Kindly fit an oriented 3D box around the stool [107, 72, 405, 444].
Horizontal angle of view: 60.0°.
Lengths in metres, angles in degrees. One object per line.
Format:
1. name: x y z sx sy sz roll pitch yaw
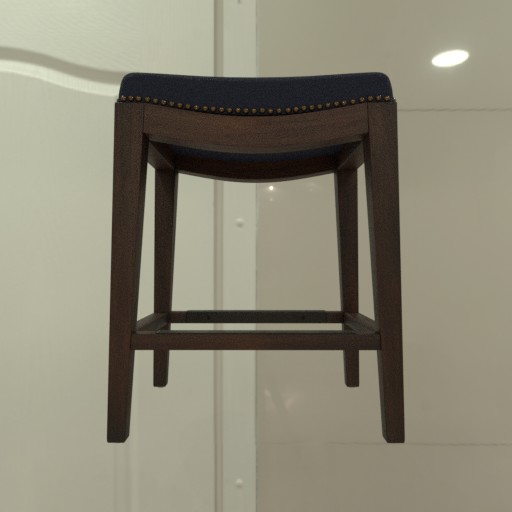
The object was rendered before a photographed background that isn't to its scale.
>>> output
1. stool: 0.000 0.000 0.926 0.500 0.642 0.361 0 -1 0
